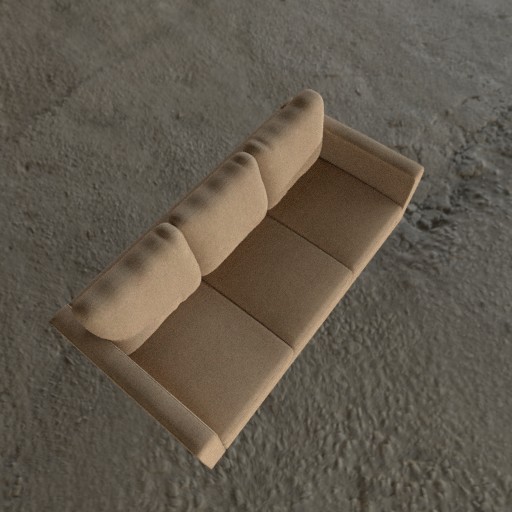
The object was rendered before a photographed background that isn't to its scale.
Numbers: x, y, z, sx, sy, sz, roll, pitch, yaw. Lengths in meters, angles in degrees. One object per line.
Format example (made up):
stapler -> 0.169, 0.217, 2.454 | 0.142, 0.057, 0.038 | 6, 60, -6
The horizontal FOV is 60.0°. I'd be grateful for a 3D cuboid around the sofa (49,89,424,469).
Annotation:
sofa -> 0.000, 0.000, 2.359 | 0.930, 0.800, 1.855 | 34, 66, 18
